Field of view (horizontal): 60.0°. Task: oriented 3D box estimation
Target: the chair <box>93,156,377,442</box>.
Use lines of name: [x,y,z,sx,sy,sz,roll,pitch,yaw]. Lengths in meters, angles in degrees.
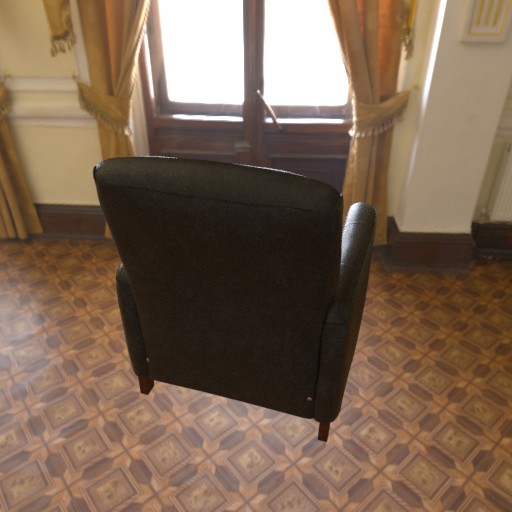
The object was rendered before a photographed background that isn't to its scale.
chair: [0.000,0.000,1.690,0.848,1.014,0.864,9,32,15]
